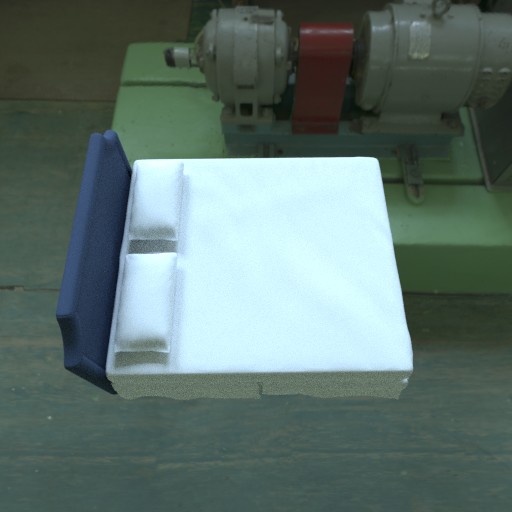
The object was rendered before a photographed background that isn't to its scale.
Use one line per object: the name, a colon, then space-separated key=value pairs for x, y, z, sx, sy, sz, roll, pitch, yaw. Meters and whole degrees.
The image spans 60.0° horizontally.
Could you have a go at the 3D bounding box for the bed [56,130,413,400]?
bed: x=0.000 y=0.000 z=4.048 sx=2.773 sy=1.488 sz=2.350 roll=-1 pitch=64 yaw=0
